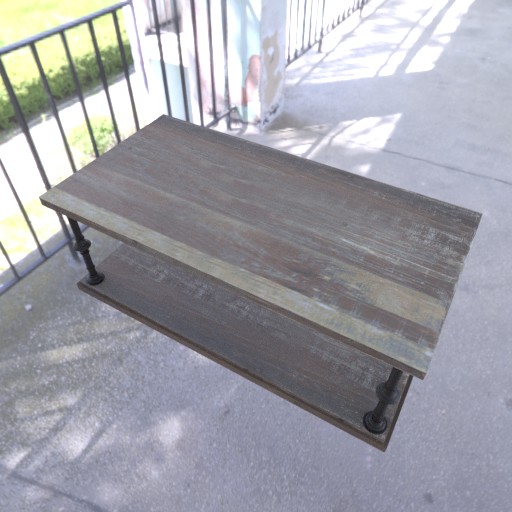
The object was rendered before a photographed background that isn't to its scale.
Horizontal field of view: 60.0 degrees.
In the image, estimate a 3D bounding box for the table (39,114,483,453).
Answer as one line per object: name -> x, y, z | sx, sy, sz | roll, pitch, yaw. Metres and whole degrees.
table -> 0.000, 0.000, 1.358 | 1.088, 0.399, 0.554 | 23, 50, 21
